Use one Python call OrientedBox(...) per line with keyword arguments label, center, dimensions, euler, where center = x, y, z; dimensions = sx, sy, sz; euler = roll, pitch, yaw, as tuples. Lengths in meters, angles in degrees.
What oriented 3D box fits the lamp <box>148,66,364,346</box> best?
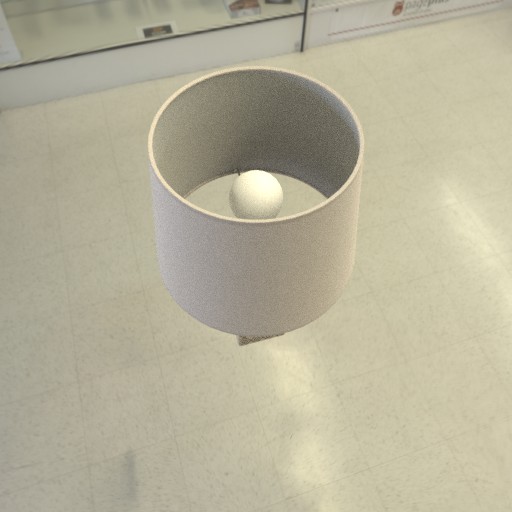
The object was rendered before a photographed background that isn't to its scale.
OrientedBox(label="lamp", center=(0.000, 0.000, 0.594), dimensions=(0.251, 0.435, 0.251), euler=(0, 59, 0))
